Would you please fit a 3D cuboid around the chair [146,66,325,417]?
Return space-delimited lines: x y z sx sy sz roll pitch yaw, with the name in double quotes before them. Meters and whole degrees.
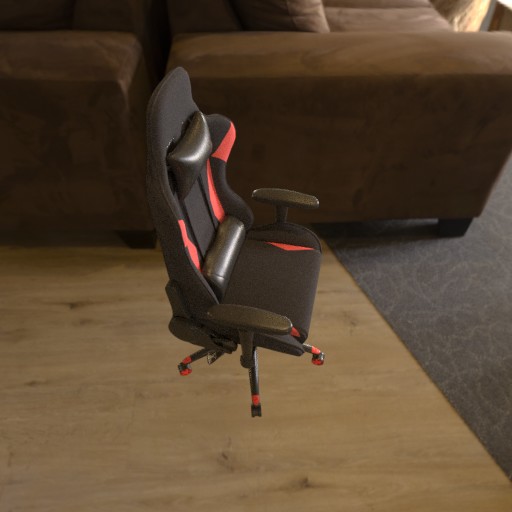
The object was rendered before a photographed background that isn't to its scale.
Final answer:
"chair" 0.000 0.000 1.673 0.658 1.326 0.695 10 48 9
